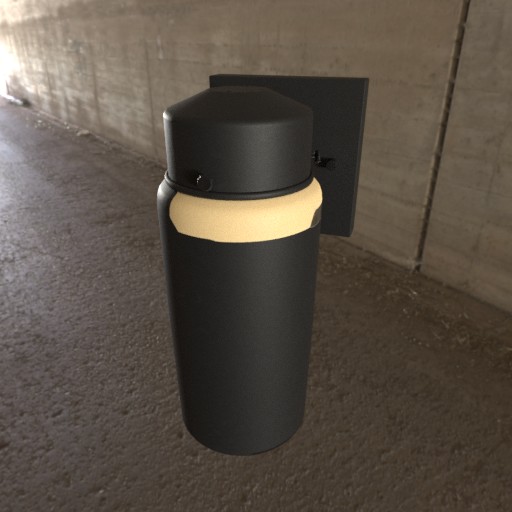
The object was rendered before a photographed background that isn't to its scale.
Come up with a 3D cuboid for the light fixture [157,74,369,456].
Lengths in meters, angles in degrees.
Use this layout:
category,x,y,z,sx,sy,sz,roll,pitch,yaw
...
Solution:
category,x,y,z,sx,sy,sz,roll,pitch,yaw
light fixture,0.000,0.000,0.354,0.130,0.257,0.176,9,28,17
